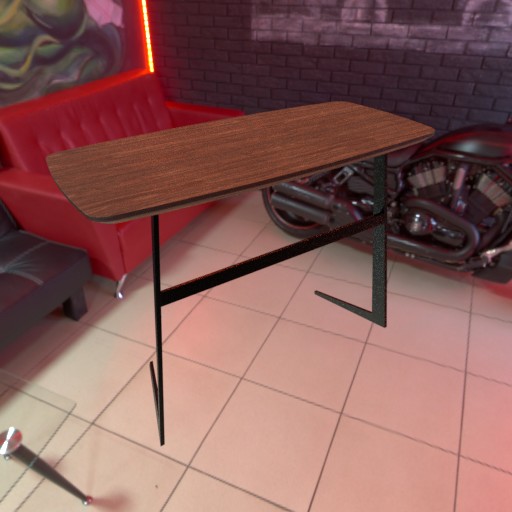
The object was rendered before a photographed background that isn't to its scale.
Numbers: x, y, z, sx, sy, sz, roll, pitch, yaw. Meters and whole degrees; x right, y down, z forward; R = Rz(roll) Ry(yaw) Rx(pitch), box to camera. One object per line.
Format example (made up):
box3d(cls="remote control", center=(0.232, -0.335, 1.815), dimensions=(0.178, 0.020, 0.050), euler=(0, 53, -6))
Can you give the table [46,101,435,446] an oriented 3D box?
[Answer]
box3d(cls="table", center=(0.000, 0.000, 1.091), dimensions=(0.804, 0.576, 0.361), euler=(-20, 38, -27))
